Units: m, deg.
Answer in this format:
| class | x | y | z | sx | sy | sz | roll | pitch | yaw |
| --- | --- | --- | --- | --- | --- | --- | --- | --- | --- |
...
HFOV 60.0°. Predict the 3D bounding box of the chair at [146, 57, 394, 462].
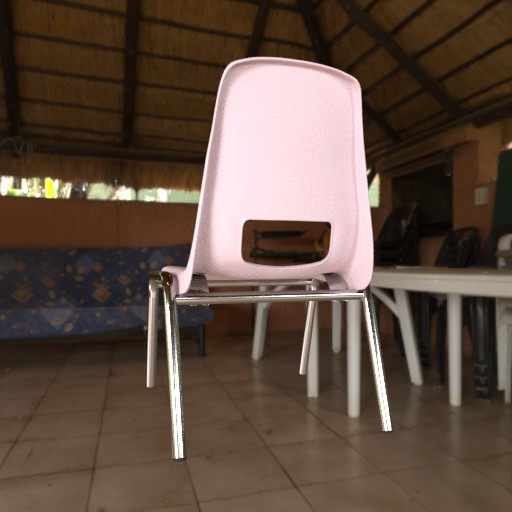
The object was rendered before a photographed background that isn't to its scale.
| class | x | y | z | sx | sy | sz | roll | pitch | yaw |
| --- | --- | --- | --- | --- | --- | --- | --- | --- | --- |
| chair | 0.000 | 0.000 | 0.780 | 0.354 | 0.536 | 0.385 | 0 | 0 | -17 |
